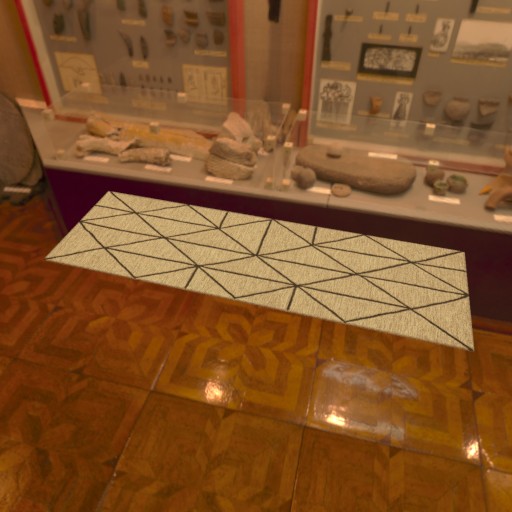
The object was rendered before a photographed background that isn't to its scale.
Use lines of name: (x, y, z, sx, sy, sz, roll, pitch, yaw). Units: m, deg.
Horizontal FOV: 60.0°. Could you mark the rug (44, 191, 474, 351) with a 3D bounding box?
rug: (0.000, 0.000, 2.692, 2.438, 0.012, 0.762, 11, 43, 12)
